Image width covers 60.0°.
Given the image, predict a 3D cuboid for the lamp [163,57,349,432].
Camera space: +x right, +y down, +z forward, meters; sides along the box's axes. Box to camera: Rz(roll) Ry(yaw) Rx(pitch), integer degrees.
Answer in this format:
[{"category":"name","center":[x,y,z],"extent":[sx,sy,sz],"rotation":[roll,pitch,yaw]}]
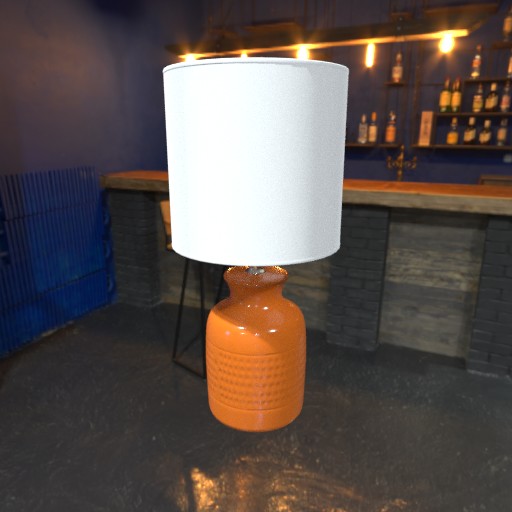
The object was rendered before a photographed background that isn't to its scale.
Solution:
[{"category":"lamp","center":[0.000,0.000,1.130],"extent":[0.418,0.871,0.418],"rotation":[8,17,25]}]
